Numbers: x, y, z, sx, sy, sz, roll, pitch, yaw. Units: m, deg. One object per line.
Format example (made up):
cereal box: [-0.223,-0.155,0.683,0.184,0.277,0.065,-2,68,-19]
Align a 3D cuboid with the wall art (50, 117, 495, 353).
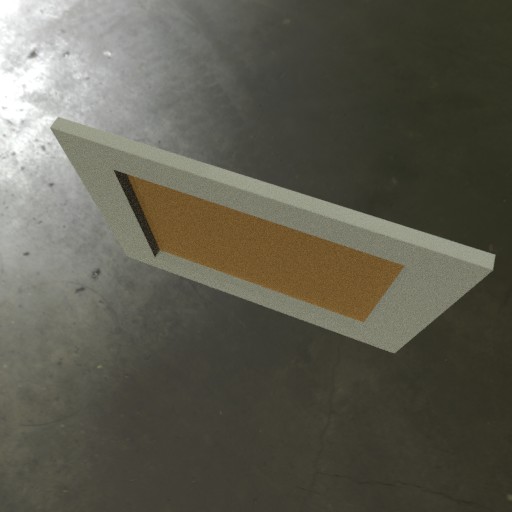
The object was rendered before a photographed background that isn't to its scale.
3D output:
wall art: [0.000,0.000,1.134,0.906,0.617,0.033,19,66,9]
